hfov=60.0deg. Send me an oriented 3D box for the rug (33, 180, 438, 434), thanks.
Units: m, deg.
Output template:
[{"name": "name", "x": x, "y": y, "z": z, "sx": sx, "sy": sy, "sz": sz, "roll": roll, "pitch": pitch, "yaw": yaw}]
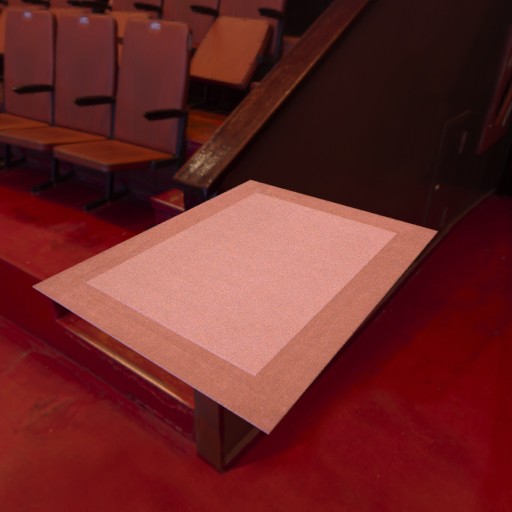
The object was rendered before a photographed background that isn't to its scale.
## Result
[{"name": "rug", "x": 0.000, "y": 0.000, "z": 4.169, "sx": 2.438, "sy": 0.014, "sz": 3.048, "roll": 21, "pitch": 37, "yaw": 31}]
